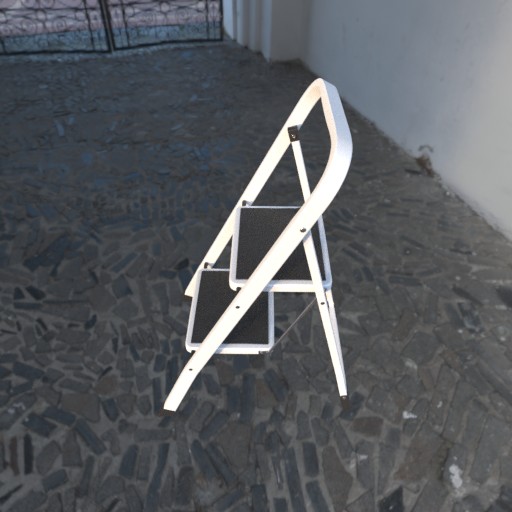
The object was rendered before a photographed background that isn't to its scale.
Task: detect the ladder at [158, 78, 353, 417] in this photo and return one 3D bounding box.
[{"bbox_3d":[0.000,0.000,1.140,0.544,0.810,0.460,1,42,1],"label":"ladder"}]
